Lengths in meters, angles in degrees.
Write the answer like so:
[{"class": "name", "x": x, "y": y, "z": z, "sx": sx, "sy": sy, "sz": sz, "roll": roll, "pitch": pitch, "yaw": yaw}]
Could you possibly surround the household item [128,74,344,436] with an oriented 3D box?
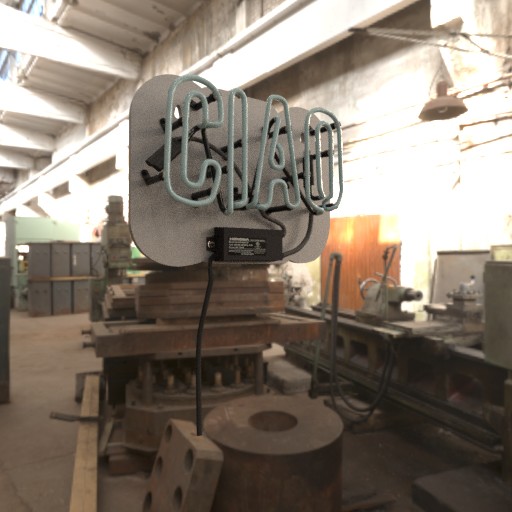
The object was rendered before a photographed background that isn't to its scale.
[{"class": "household item", "x": 0.000, "y": 0.000, "z": 0.385, "sx": 0.211, "sy": 0.294, "sz": 0.042, "roll": 0, "pitch": -1, "yaw": -35}]
